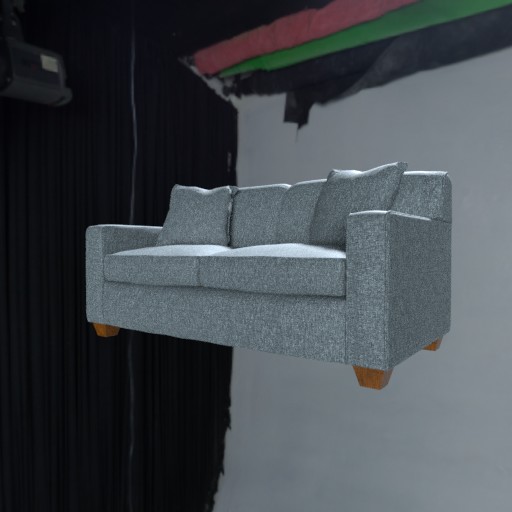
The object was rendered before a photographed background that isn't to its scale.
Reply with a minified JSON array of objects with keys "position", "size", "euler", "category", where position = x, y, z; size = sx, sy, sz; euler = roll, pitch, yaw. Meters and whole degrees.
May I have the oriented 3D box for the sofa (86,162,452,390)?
[{"position":[0.000,0.000,2.463],"size":[1.846,0.958,0.998],"euler":[1,1,36],"category":"sofa"}]
